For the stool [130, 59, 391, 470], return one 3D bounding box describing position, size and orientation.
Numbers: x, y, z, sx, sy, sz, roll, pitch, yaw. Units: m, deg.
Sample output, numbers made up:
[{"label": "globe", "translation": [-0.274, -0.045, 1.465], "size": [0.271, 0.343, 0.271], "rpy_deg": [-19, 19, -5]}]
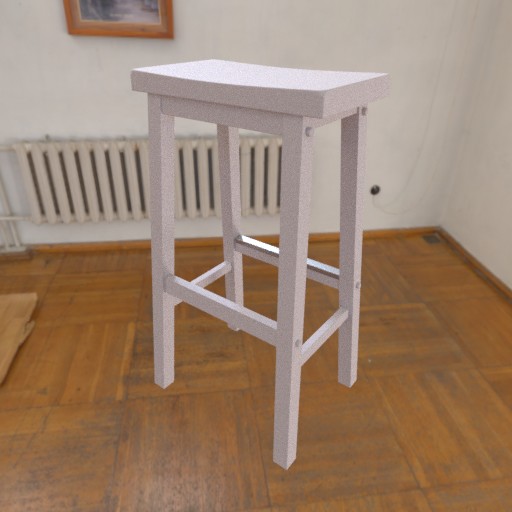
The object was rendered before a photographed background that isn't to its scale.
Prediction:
[{"label": "stool", "translation": [0.000, 0.000, 0.958], "size": [0.406, 0.742, 0.322], "rpy_deg": [20, 35, 32]}]
